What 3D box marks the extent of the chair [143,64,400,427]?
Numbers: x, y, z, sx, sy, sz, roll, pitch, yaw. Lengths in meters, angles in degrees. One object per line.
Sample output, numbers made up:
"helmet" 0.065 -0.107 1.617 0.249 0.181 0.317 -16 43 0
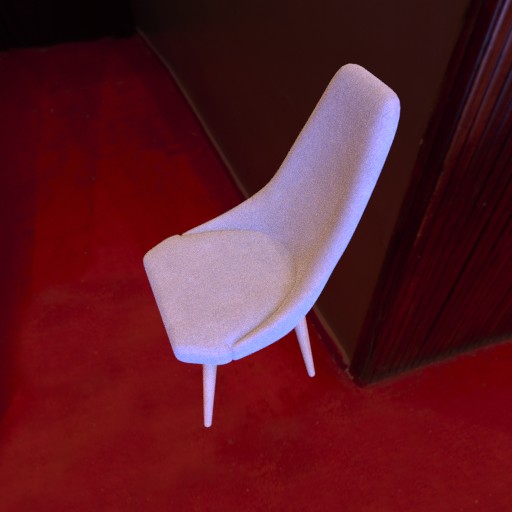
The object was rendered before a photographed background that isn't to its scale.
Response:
"chair" 0.000 0.000 1.395 0.660 1.040 0.510 -18 50 -15
